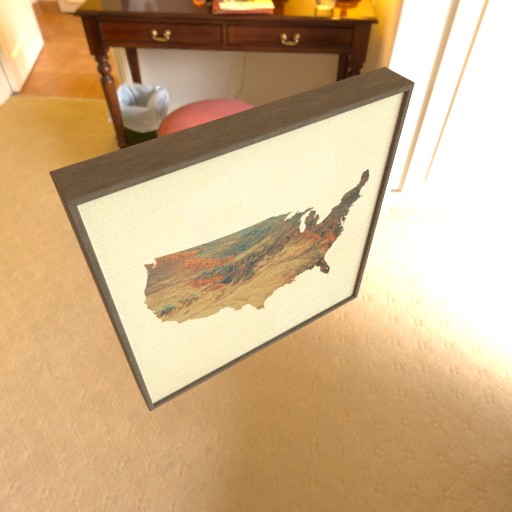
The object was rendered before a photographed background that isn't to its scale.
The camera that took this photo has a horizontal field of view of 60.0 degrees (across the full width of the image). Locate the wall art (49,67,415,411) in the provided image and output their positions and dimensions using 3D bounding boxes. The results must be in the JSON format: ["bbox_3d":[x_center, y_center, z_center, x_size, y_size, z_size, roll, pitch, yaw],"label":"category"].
[{"bbox_3d":[0.000,0.000,0.450,0.303,0.302,0.038,-25,51,-21],"label":"wall art"}]
